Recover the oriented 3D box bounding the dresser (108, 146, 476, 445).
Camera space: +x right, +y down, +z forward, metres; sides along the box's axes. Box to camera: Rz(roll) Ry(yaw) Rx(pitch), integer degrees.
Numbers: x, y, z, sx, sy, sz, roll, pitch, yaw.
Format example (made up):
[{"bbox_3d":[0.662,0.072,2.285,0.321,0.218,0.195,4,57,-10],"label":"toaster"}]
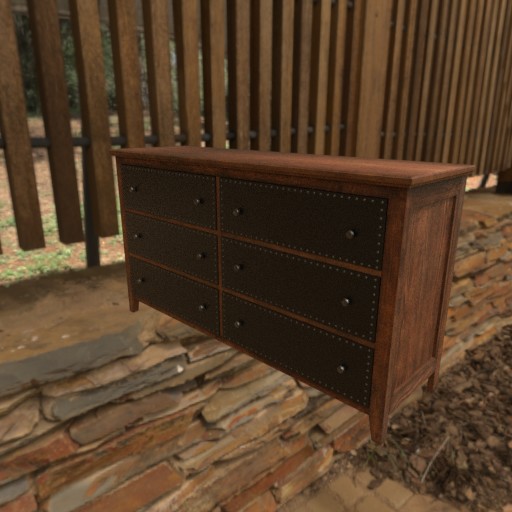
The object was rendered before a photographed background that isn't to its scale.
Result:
[{"bbox_3d":[0.000,0.000,1.927,1.551,0.856,0.463,16,23,41],"label":"dresser"}]
